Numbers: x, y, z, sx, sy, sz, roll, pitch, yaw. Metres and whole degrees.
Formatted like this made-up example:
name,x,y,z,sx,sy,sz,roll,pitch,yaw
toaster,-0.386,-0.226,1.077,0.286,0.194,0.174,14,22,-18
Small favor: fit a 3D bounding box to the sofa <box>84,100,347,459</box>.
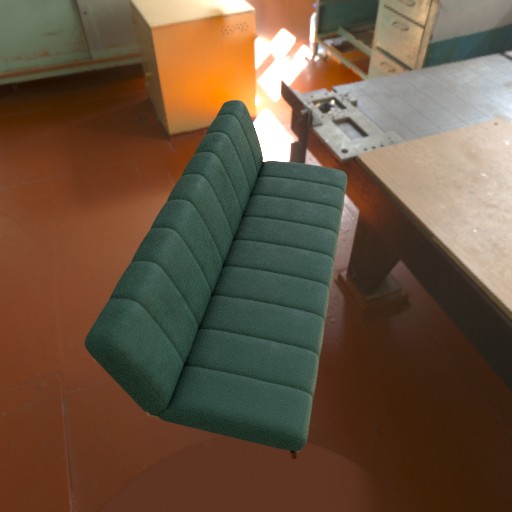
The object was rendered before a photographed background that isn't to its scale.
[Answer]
name,x,y,z,sx,sy,sz,roll,pitch,yaw
sofa,0.000,0.000,2.357,0.830,0.820,1.810,10,47,9
